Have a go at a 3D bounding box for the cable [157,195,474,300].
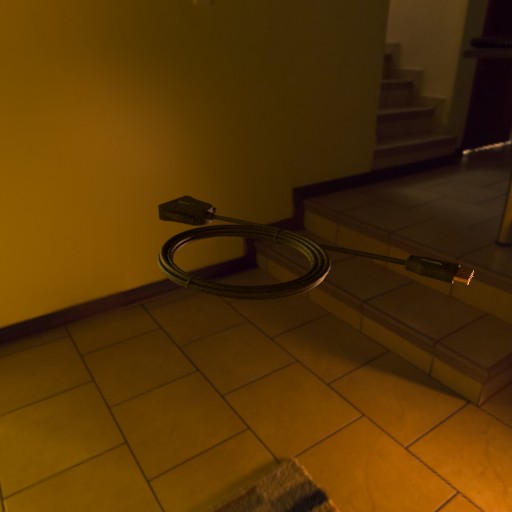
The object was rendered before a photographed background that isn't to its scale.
[{"bbox_3d":[0.000,0.000,0.337,0.281,0.015,0.136,17,30,32],"label":"cable"}]
